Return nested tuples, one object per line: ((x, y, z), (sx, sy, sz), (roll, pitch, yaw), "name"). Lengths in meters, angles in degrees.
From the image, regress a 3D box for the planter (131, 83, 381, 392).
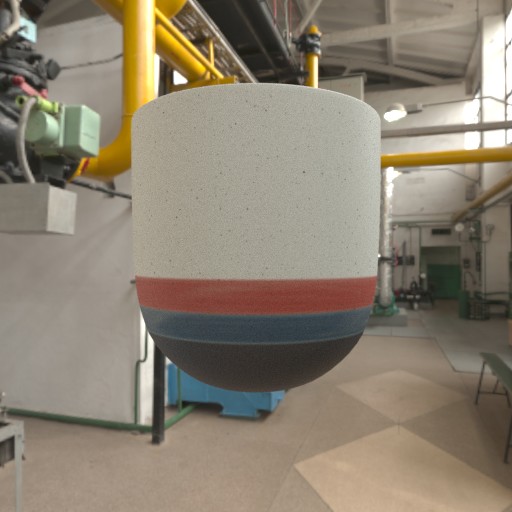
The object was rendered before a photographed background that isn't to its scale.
((0.000, 0.000, 0.376), (0.204, 0.214, 0.204), (0, 0, 0), "planter")
